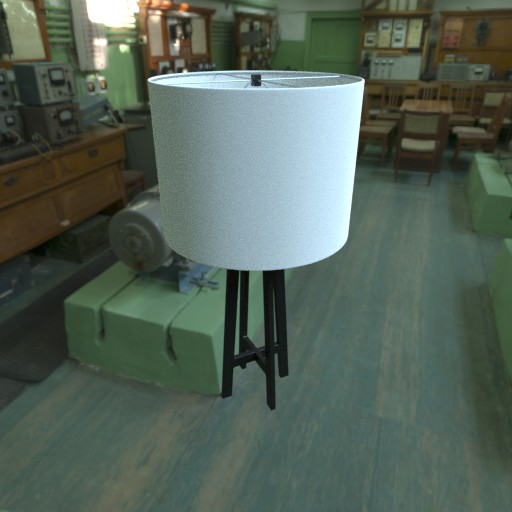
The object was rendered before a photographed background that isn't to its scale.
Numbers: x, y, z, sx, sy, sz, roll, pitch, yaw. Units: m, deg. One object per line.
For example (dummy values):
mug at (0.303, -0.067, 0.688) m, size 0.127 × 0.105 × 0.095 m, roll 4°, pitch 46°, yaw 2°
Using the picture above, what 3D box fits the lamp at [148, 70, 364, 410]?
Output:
lamp at (0.000, 0.000, 0.645) m, size 0.257 × 0.489 × 0.257 m, roll 8°, pitch 27°, yaw 16°
